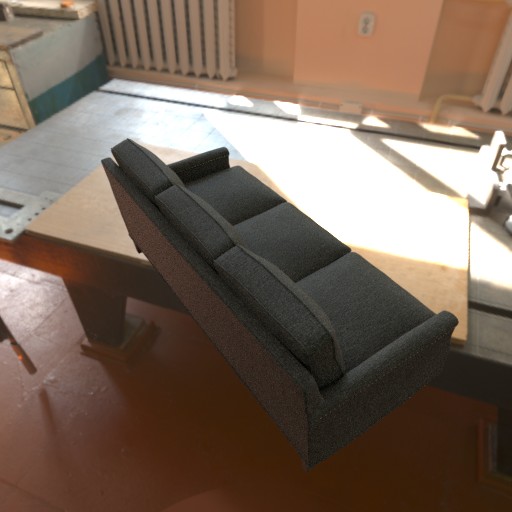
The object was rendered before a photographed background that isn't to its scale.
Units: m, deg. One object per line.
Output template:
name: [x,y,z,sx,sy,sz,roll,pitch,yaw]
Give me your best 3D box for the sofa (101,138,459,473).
sofa: [0.000,0.000,2.782,1.084,1.003,2.246,-25,47,-26]
